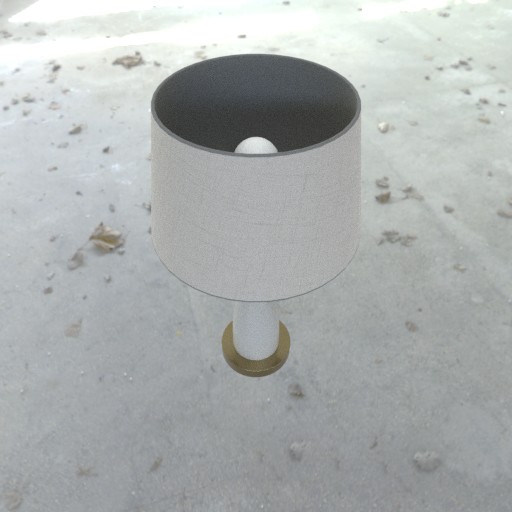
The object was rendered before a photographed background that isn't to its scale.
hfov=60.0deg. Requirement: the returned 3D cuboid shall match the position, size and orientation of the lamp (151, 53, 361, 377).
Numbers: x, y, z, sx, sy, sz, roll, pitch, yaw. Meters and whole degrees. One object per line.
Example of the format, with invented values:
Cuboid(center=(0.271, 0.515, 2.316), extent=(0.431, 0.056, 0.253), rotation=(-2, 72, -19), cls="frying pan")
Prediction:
Cuboid(center=(0.000, 0.000, 0.718), extent=(0.309, 0.545, 0.309), rotation=(0, 47, 0), cls="lamp")
